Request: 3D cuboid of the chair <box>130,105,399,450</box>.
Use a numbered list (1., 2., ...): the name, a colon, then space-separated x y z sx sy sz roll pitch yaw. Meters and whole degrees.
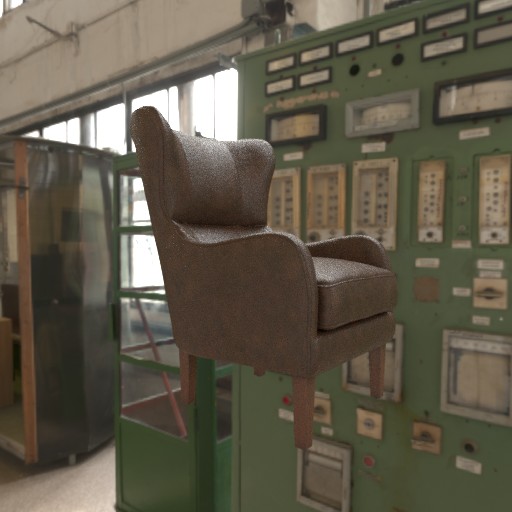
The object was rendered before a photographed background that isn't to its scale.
1. chair: 0.000 0.000 1.646 0.914 1.048 0.692 1 2 38
